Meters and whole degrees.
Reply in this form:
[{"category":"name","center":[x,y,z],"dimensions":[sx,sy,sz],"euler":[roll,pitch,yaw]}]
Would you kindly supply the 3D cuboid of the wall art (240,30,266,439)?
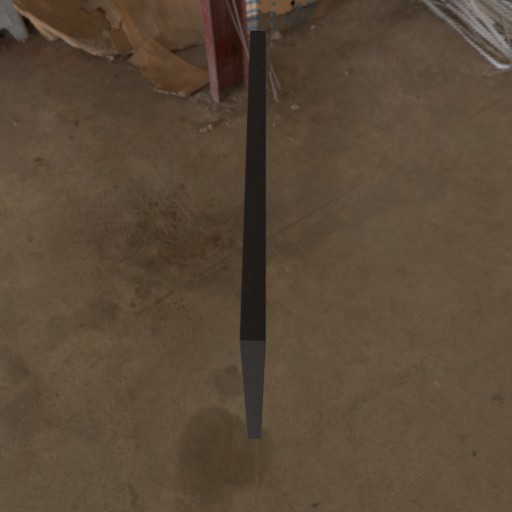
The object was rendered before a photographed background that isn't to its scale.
[{"category":"wall art","center":[0.000,0.000,1.152],"dimensions":[0.037,0.763,0.763],"euler":[1,58,0]}]
